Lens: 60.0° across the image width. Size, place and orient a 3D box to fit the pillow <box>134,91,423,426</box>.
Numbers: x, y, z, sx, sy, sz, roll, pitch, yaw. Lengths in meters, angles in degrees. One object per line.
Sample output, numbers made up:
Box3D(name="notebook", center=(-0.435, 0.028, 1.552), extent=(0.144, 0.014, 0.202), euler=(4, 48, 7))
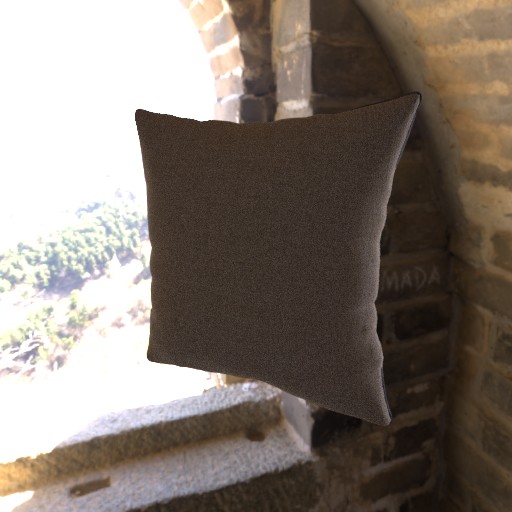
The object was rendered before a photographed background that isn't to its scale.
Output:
Box3D(name="pillow", center=(0.000, 0.000, 0.666), extent=(0.440, 0.441, 0.147), euler=(7, 15, 26))
